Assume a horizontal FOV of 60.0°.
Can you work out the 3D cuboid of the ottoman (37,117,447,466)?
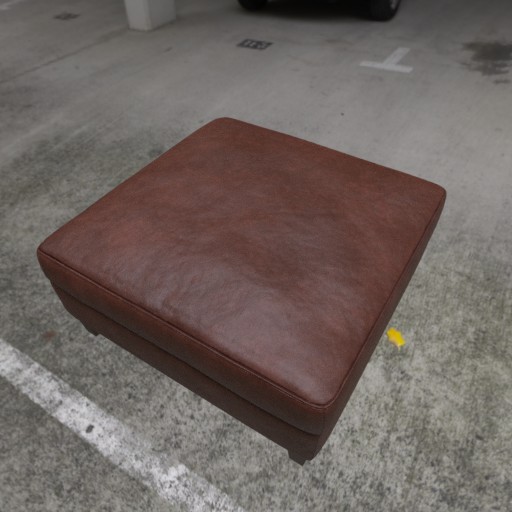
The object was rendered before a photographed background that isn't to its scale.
[{"bbox_3d":[0.000,0.000,1.299,0.836,0.415,0.844,24,50,22],"label":"ottoman"}]
